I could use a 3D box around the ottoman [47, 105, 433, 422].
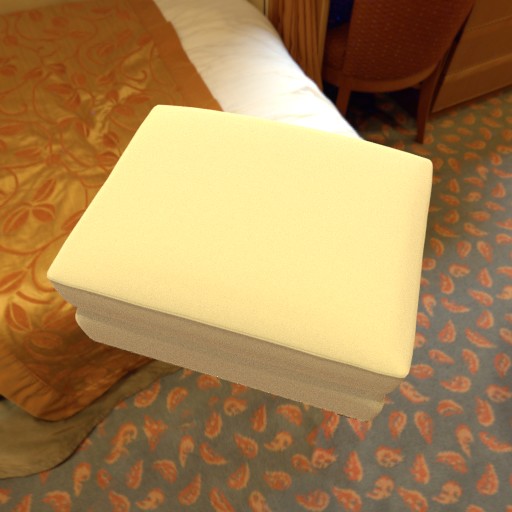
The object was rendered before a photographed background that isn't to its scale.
[{"bbox_3d":[0.000,0.000,1.134,0.741,0.513,0.584,14,58,9],"label":"ottoman"}]
